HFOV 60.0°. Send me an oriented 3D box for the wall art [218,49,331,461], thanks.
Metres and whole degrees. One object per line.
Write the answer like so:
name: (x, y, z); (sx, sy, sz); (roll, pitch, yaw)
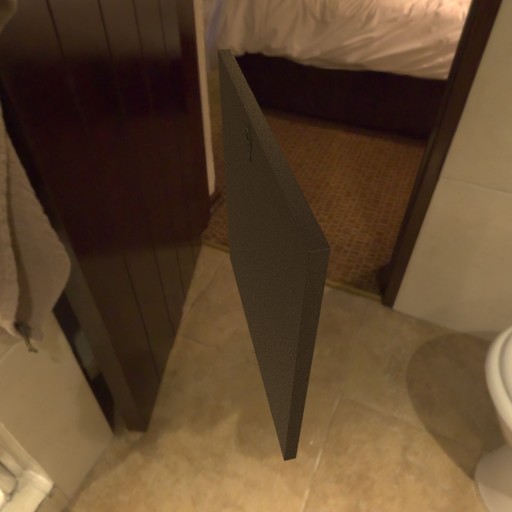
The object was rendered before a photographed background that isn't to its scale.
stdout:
wall art: (0.000, 0.000, 1.213); (0.043, 0.807, 0.805); (-9, 46, -9)
